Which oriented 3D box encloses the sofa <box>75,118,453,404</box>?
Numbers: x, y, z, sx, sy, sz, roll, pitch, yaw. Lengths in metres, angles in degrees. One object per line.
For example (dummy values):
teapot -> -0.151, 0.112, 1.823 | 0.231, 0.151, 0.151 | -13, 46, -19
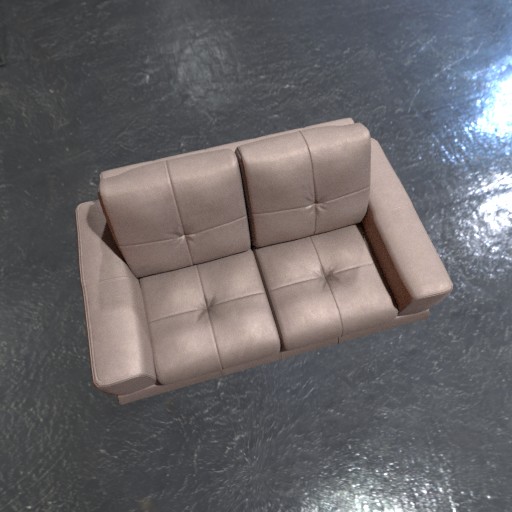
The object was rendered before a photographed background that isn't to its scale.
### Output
sofa -> 0.000, 0.000, 2.357 | 1.806, 0.907, 1.018 | -14, 65, -7
